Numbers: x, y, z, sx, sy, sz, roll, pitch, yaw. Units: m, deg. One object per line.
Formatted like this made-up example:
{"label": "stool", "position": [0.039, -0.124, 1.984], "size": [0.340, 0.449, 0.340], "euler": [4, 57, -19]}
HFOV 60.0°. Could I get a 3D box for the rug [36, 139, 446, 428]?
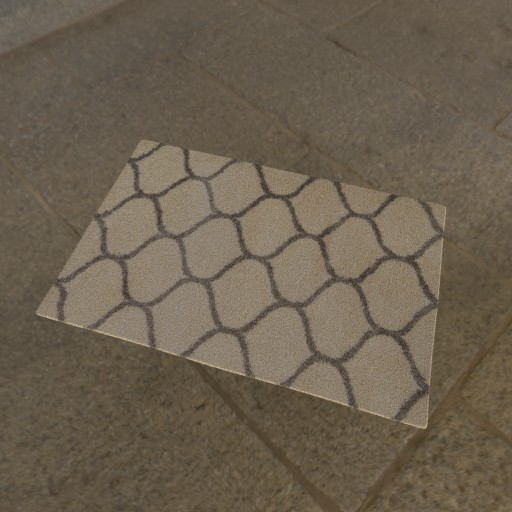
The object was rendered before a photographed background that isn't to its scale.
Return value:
{"label": "rug", "position": [0.000, 0.000, 3.360], "size": [2.701, 0.026, 1.801], "euler": [14, 59, 9]}
